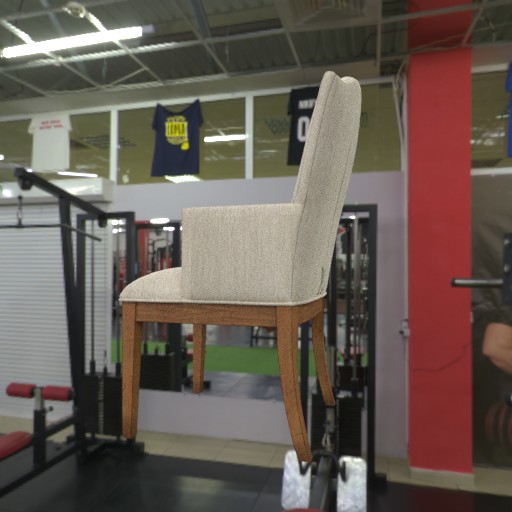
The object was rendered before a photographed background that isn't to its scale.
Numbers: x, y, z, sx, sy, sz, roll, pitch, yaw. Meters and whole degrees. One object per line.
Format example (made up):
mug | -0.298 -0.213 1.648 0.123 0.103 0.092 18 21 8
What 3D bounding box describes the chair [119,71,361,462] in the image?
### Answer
chair | 0.000 0.000 1.381 0.641 1.016 0.533 0 -1 17
